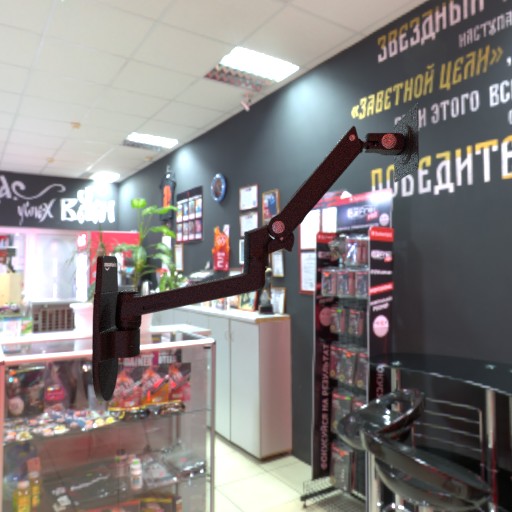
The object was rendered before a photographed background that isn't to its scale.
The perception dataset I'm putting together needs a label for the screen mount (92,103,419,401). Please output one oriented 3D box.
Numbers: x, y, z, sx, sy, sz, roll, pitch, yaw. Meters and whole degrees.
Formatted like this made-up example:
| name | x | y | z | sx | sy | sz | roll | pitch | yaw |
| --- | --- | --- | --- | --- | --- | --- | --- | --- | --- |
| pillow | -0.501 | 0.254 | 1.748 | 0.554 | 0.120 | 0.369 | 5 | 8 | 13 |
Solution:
| name | x | y | z | sx | sy | sz | roll | pitch | yaw |
| --- | --- | --- | --- | --- | --- | --- | --- | --- | --- |
| screen mount | 0.000 | 0.000 | 0.725 | 0.495 | 0.466 | 0.115 | 0 | -2 | 0 |
